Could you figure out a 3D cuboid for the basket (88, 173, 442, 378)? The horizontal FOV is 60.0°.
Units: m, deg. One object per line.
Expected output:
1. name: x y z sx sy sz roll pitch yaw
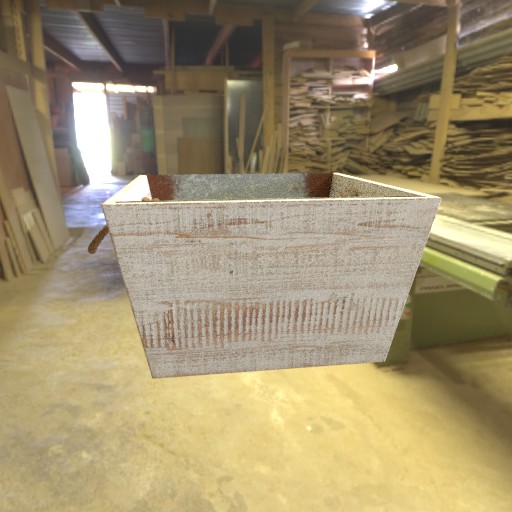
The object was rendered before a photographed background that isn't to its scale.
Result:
1. basket: 0.000 0.000 0.757 0.545 0.247 0.413 -2 15 -8
